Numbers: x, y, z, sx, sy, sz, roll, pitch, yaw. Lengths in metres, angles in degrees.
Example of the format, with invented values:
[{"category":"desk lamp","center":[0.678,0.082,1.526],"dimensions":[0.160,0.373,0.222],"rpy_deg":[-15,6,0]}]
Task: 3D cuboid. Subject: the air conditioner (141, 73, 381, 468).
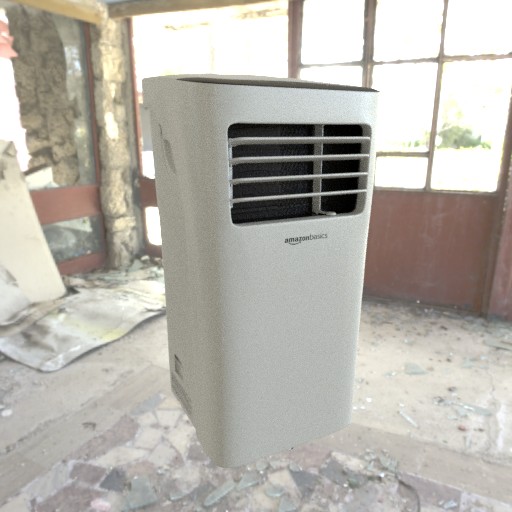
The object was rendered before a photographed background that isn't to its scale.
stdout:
[{"category":"air conditioner","center":[0.000,0.000,0.907],"dimensions":[0.352,0.716,0.369],"rpy_deg":[-8,17,-26]}]
